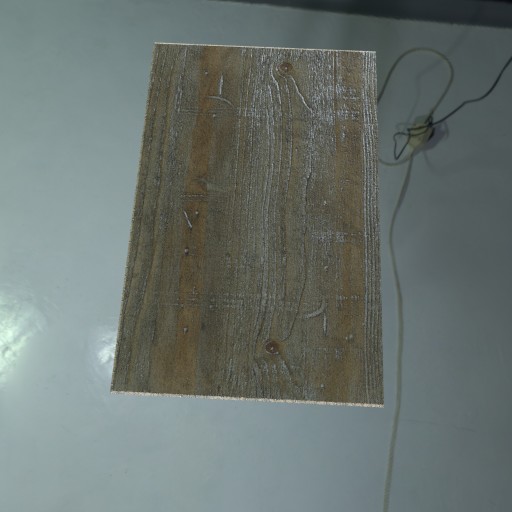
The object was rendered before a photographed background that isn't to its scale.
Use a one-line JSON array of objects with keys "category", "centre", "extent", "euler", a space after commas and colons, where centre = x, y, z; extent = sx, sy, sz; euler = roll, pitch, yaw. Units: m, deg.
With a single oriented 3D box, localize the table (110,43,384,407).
[{"category": "table", "centre": [0.000, 0.000, 1.146], "extent": [0.457, 0.711, 0.686], "euler": [3, 75, 1]}]
